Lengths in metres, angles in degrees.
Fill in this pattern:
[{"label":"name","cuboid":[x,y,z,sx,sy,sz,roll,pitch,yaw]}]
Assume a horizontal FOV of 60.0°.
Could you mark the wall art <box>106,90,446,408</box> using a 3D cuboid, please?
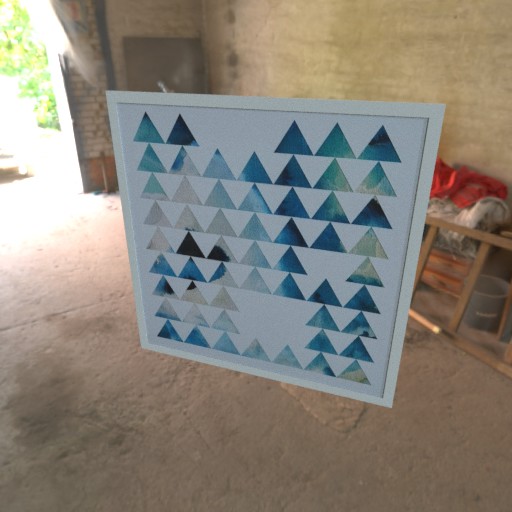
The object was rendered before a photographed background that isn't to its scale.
[{"label":"wall art","cuboid":[0.000,0.000,1.190,0.809,0.809,0.012,9,27,17]}]
